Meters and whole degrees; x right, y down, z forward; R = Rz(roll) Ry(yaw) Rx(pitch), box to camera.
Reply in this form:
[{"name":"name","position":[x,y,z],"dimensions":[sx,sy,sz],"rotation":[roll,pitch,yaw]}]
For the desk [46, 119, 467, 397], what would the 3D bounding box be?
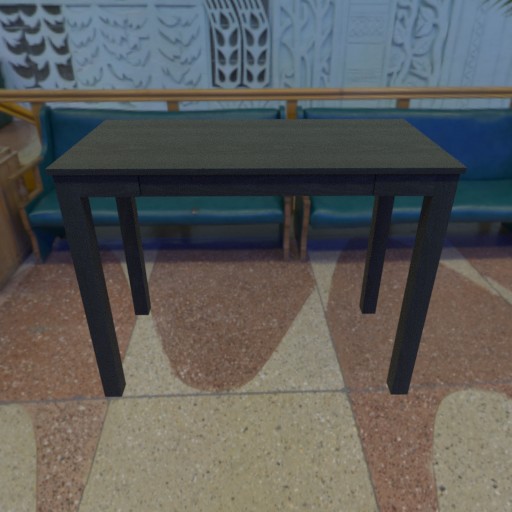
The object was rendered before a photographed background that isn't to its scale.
[{"name":"desk","position":[0.000,0.000,1.447],"dimensions":[0.991,0.762,0.499],"rotation":[0,30,-1]}]
